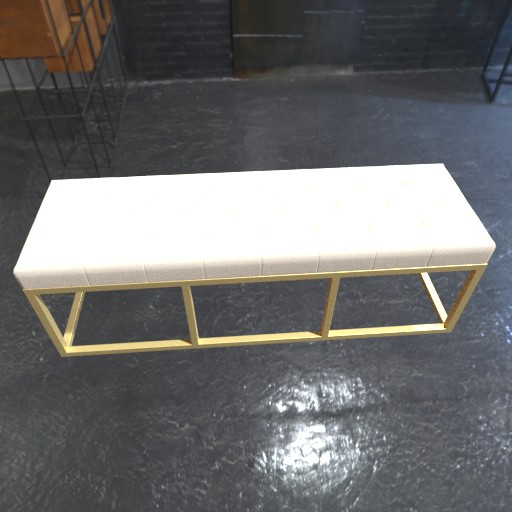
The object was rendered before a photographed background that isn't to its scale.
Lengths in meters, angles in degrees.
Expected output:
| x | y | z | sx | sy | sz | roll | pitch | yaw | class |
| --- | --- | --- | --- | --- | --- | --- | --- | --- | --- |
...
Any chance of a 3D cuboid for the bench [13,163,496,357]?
| x | y | z | sx | sy | sz | roll | pitch | yaw | class |
| --- | --- | --- | --- | --- | --- | --- | --- | --- | --- |
| 0.000 | 0.000 | 1.652 | 1.473 | 0.484 | 0.457 | -3 | 45 | -3 | bench |
